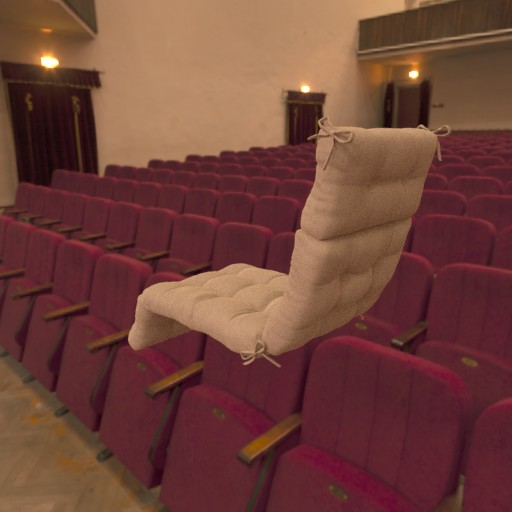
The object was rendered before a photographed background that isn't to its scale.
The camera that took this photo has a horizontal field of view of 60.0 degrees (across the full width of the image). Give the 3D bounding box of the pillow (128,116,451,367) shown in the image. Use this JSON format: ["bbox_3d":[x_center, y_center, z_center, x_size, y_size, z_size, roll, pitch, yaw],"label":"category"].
[{"bbox_3d":[0.000,0.000,1.490,1.016,0.863,0.526,15,21,43],"label":"pillow"}]
